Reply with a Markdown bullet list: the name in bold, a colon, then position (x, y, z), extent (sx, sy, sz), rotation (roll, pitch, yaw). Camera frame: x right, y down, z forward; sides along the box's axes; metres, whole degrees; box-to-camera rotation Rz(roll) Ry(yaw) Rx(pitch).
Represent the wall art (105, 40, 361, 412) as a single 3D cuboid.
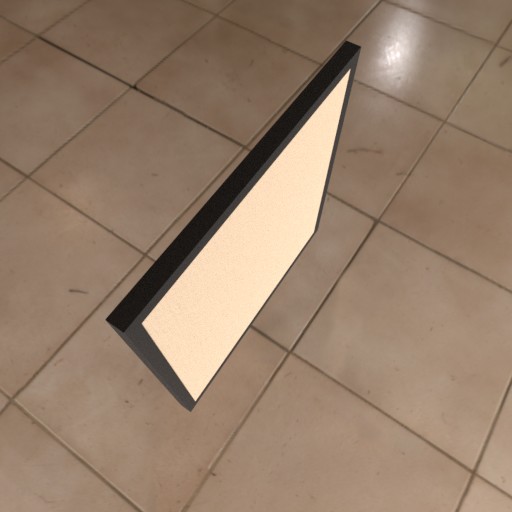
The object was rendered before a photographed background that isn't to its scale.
- **wall art**: position (0.000, 0.000, 0.458), extent (0.015, 0.304, 0.306), rotation (30, 66, 15)
